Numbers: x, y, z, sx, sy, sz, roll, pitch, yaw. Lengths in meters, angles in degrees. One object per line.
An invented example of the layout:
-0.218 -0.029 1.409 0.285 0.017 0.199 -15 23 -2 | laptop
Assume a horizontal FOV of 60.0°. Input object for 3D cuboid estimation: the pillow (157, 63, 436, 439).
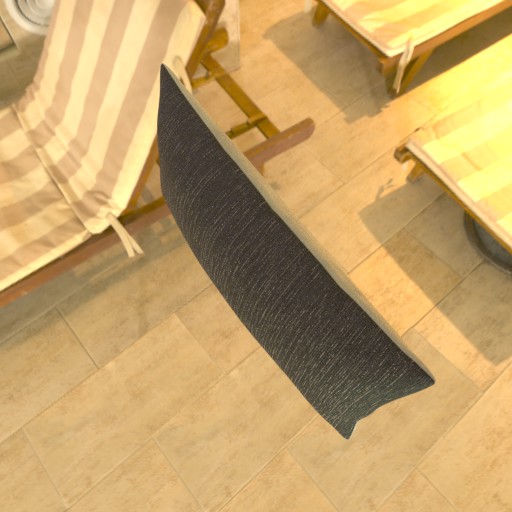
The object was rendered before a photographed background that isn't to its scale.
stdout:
0.000 0.000 0.718 0.156 0.305 0.608 -32 67 -15 | pillow
